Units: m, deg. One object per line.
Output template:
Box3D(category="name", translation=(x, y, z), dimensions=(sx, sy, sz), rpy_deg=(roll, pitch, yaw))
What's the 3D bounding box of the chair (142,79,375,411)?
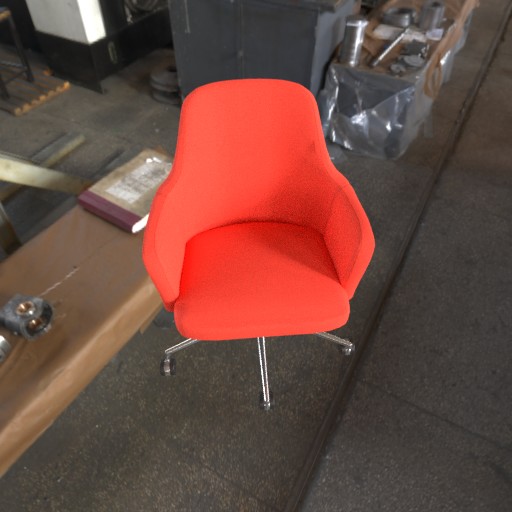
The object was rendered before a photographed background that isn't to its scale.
Box3D(category="chair", translation=(0.000, 0.000, 1.304), dimensions=(0.655, 0.820, 0.600), rpy_deg=(-3, 47, -3))
